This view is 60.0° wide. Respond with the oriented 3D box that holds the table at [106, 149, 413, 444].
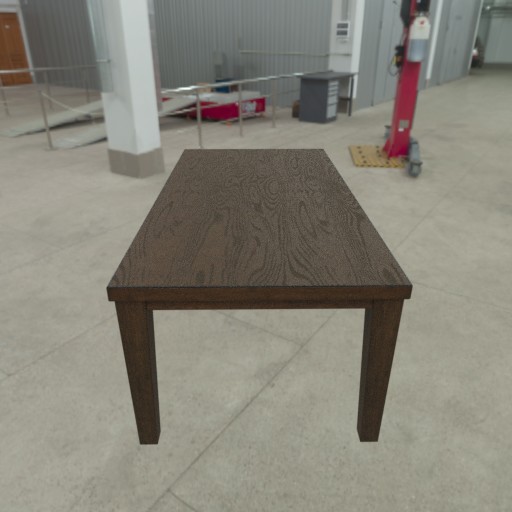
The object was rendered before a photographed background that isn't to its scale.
[{"bbox_3d":[0.000,0.000,2.518,1.016,0.762,1.981,0,26,-1],"label":"table"}]
